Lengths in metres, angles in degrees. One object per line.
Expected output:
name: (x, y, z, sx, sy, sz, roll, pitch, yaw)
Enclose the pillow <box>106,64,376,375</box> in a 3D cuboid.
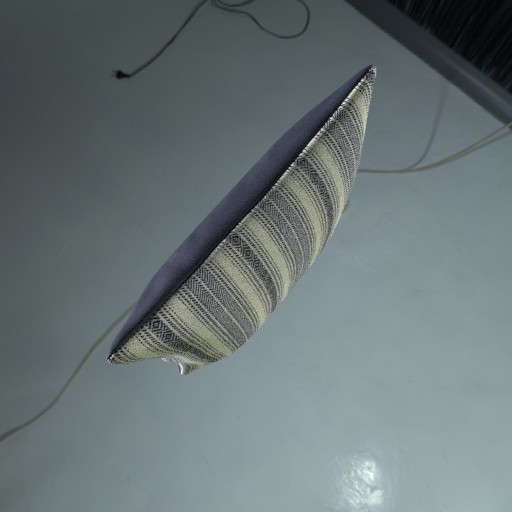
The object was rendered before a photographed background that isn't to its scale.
pillow: (0.000, 0.000, 0.796, 0.166, 0.508, 0.520, 39, 78, 10)
